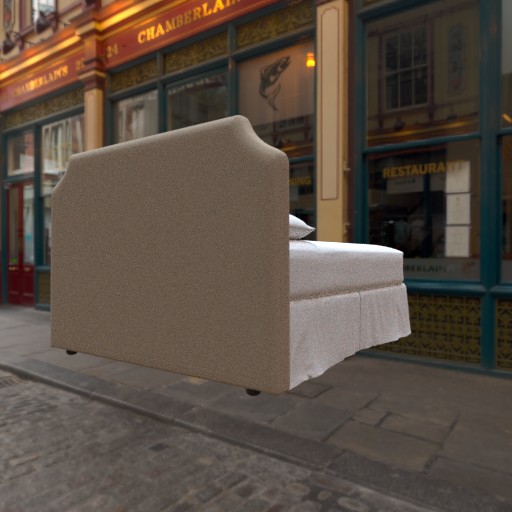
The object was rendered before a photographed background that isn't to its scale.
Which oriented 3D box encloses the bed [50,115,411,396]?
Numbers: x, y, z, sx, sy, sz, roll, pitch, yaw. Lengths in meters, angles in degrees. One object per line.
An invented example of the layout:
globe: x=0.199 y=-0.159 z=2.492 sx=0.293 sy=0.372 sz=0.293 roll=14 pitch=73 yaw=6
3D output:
bed: x=0.000 y=0.000 z=3.309 sx=1.828 sy=1.301 sz=2.204 roll=0 pitch=0 yaw=36
